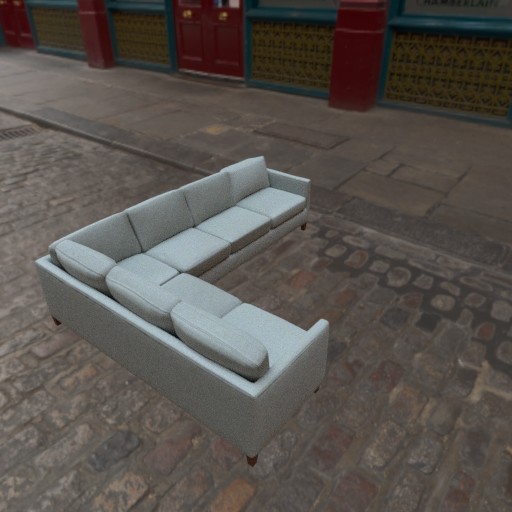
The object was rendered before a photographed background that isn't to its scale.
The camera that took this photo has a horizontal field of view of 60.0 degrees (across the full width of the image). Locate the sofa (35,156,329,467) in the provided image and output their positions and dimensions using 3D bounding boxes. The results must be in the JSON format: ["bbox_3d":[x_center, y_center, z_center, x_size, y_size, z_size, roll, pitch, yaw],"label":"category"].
[{"bbox_3d":[0.000,0.000,4.545,2.592,0.947,3.301,22,37,32],"label":"sofa"}]
